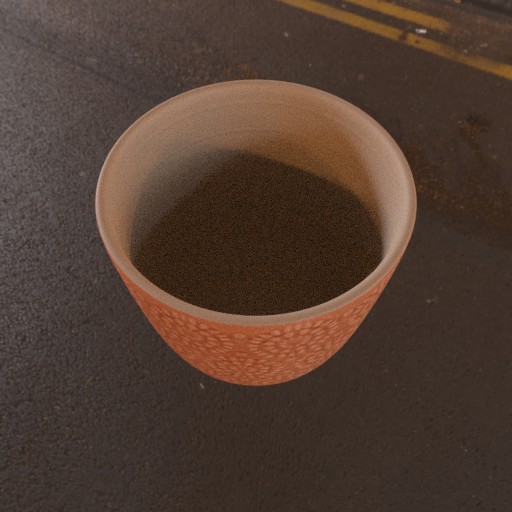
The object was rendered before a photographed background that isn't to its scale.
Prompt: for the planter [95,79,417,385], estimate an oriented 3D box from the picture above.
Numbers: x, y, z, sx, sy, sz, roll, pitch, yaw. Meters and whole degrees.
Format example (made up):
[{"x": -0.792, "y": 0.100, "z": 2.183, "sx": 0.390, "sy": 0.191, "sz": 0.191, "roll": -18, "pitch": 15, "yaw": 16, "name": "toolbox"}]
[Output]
[{"x": 0.000, "y": 0.000, "z": 0.370, "sx": 0.208, "sy": 0.190, "sz": 0.208, "roll": 0, "pitch": 58, "yaw": 0, "name": "planter"}]
